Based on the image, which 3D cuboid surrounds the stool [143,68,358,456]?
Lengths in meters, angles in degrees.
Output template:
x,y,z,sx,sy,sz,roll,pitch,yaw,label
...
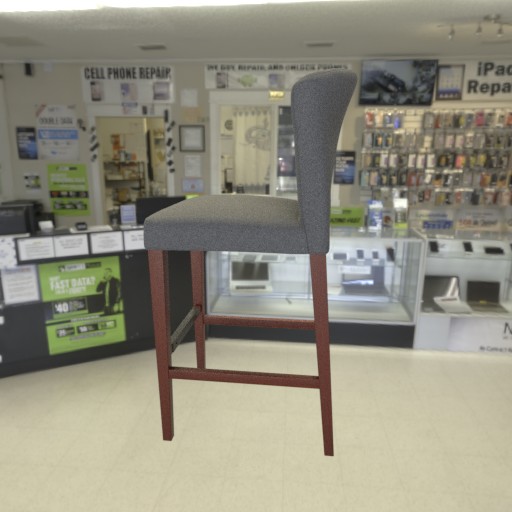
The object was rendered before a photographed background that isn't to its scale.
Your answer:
x,y,z,sx,sy,sz,roll,pitch,yaw,label
0.000,0.000,1.394,0.568,1.069,0.481,2,14,7,stool
